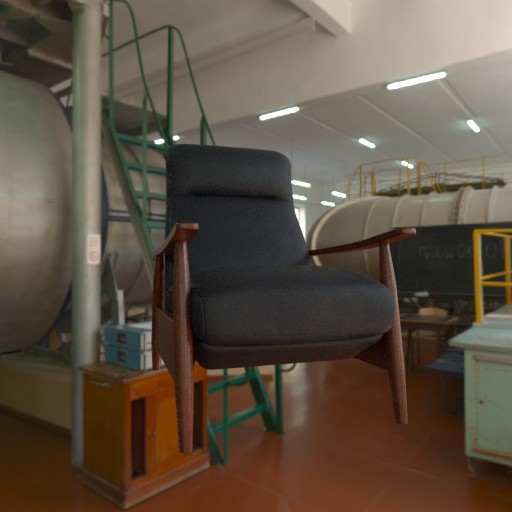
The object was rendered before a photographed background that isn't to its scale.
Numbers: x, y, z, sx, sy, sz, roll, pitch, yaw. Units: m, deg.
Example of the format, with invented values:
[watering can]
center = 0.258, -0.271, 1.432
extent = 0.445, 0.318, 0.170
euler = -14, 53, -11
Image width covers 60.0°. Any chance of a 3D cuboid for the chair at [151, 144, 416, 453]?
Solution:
[chair]
center = 0.000, 0.000, 1.777
extent = 0.762, 1.082, 1.014
euler = 0, 0, -18
